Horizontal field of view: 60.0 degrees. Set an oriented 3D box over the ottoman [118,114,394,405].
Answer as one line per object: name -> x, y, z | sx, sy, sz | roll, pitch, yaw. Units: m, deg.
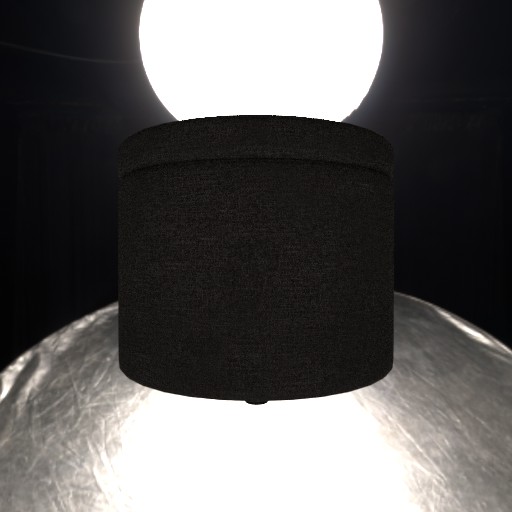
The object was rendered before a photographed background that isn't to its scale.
ottoman -> 0.000, 0.000, 0.839 | 0.500, 0.419, 0.500 | 0, 0, 0
